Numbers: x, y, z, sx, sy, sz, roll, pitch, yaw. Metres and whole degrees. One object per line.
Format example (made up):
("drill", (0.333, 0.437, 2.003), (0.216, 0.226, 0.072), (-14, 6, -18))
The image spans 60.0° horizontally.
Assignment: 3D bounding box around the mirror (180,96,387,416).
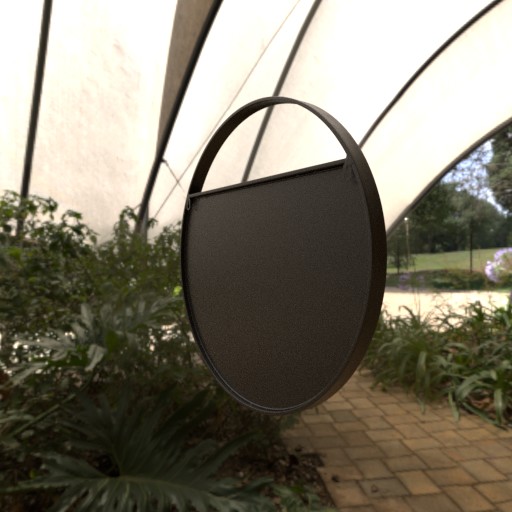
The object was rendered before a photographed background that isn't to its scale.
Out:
("mirror", (0.000, 0.000, 0.825), (0.032, 0.565, 0.565), (0, 0, -36))
